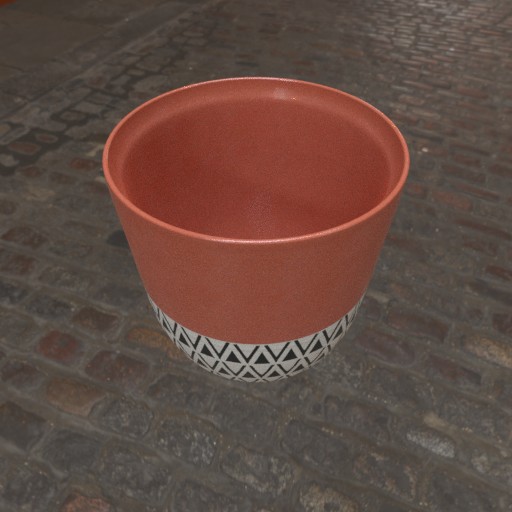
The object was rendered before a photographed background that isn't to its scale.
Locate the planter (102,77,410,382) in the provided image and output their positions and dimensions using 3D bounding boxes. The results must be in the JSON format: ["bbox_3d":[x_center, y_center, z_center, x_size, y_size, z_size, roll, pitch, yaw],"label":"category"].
[{"bbox_3d":[0.000,0.000,0.364,0.195,0.214,0.195,0,45,0],"label":"planter"}]
